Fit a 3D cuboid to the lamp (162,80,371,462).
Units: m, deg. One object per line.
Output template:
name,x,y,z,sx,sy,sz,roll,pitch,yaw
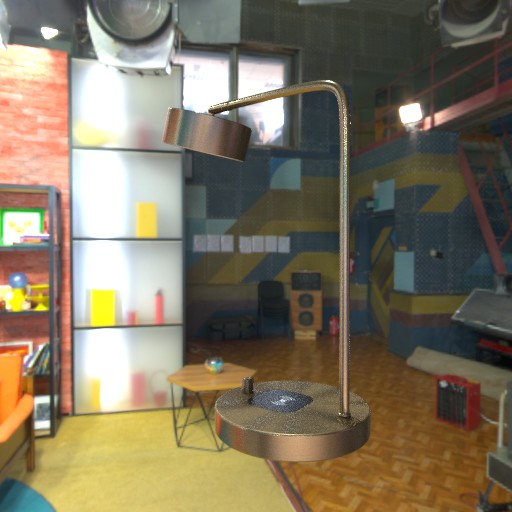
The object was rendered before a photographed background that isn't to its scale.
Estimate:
lamp,0.000,0.000,0.522,0.270,0.380,0.171,1,1,37
